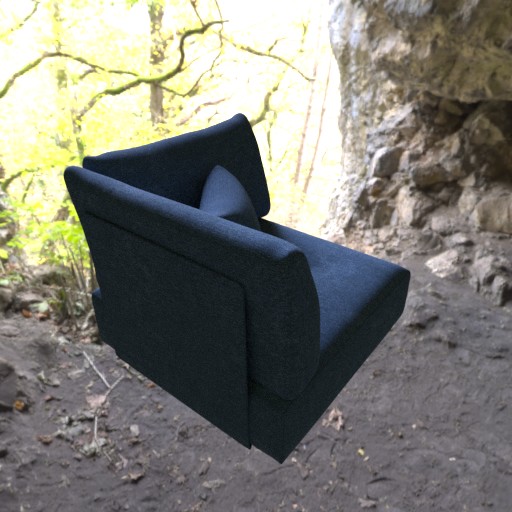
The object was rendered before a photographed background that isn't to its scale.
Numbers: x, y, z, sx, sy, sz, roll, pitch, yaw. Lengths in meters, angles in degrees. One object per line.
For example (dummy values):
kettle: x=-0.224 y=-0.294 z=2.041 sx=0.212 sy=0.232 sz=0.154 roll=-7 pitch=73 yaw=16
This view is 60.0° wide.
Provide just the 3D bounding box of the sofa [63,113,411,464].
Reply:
sofa: x=0.000 y=0.000 z=1.766 sx=1.000 sy=0.820 sz=1.000 roll=22 pitch=37 yaw=32
